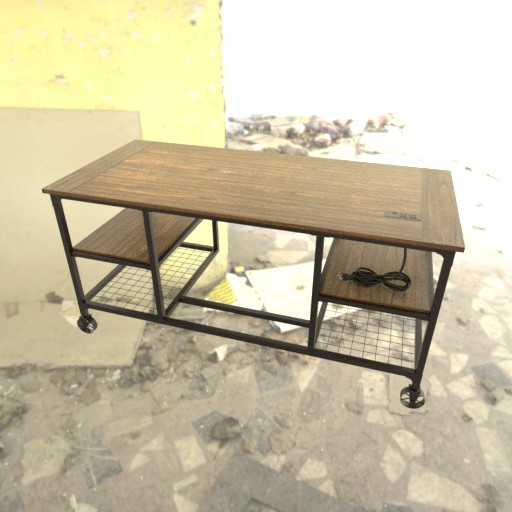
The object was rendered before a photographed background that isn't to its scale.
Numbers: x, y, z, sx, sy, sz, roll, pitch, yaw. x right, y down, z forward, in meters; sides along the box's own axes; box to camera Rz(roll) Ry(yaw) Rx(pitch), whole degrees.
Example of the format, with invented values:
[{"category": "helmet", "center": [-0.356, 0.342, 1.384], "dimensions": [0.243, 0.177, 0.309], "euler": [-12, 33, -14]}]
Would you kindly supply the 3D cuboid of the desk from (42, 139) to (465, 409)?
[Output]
[{"category": "desk", "center": [0.000, 0.000, 2.037], "dimensions": [1.590, 0.751, 0.711], "euler": [9, 32, 15]}]
